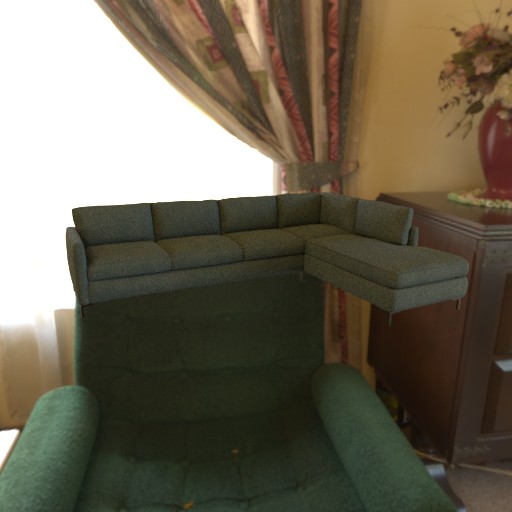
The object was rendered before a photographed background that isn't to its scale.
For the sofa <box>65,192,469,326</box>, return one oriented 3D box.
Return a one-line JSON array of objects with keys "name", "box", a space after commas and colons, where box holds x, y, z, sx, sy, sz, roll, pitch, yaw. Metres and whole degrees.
[{"name": "sofa", "box": [0.000, 0.000, 3.845, 2.949, 0.815, 2.007, -7, 16, -25]}]
